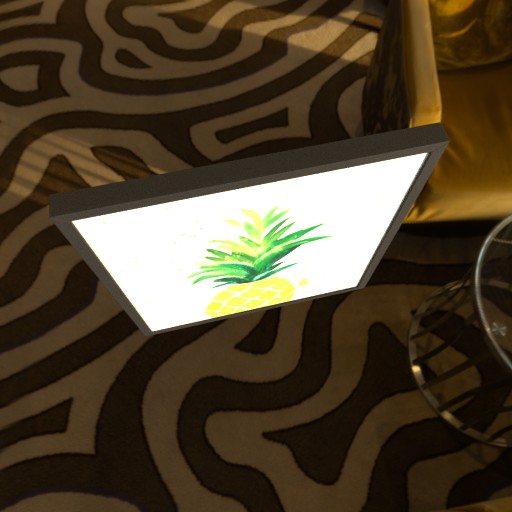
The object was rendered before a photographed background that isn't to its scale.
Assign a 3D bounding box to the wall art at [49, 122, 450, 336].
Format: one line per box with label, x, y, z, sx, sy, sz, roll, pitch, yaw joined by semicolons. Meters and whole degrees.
wall art;0.000;0.000;0.783;0.508;0.507;0.033;-12;65;-6
